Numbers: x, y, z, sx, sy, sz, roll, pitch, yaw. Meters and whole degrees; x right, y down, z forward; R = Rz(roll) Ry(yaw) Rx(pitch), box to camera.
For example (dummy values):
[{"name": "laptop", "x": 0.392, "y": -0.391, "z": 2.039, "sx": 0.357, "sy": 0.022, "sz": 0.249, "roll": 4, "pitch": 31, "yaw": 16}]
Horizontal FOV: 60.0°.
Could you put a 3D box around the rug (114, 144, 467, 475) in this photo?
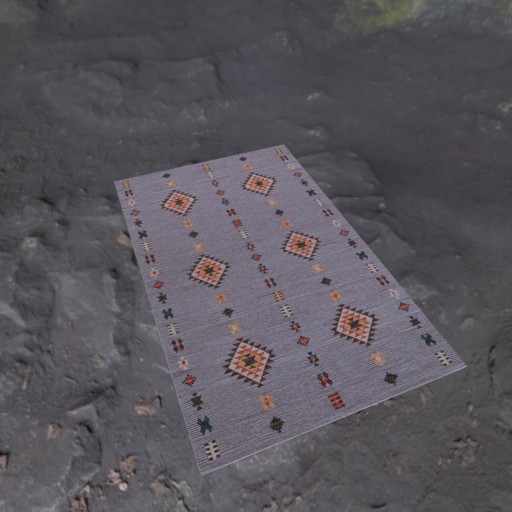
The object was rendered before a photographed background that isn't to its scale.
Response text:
[{"name": "rug", "x": 0.000, "y": 0.000, "z": 3.015, "sx": 1.515, "sy": 0.007, "sz": 2.427, "roll": -16, "pitch": 48, "yaw": -15}]
